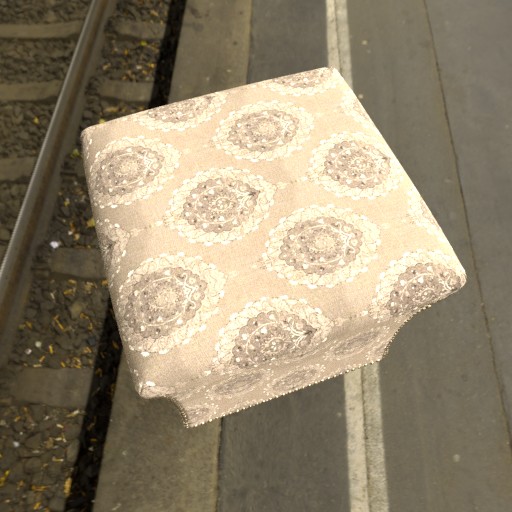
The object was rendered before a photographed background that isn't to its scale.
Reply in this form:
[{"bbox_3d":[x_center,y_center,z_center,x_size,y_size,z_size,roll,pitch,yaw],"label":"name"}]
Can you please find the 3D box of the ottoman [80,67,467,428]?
[{"bbox_3d":[0.000,0.000,0.877,0.507,0.473,0.497,-17,63,-9],"label":"ottoman"}]
